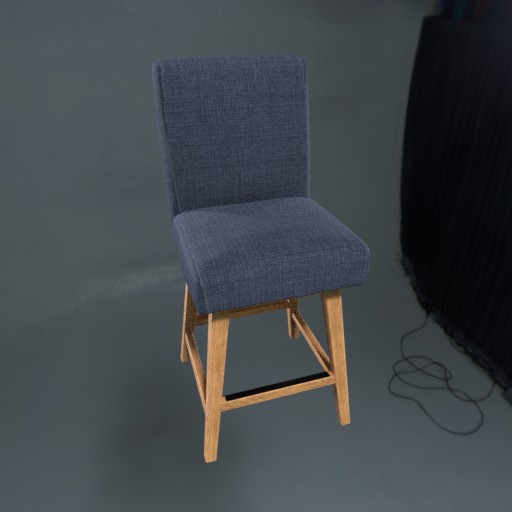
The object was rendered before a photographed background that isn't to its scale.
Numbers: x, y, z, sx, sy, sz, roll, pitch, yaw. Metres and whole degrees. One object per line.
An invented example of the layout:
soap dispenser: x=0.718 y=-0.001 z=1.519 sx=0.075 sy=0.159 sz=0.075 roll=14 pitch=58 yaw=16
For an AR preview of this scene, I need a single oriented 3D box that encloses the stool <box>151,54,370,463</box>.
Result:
stool: x=0.000 y=0.000 z=1.279 sx=0.459 sy=1.010 sz=0.526 roll=-9 pitch=32 yaw=-15
